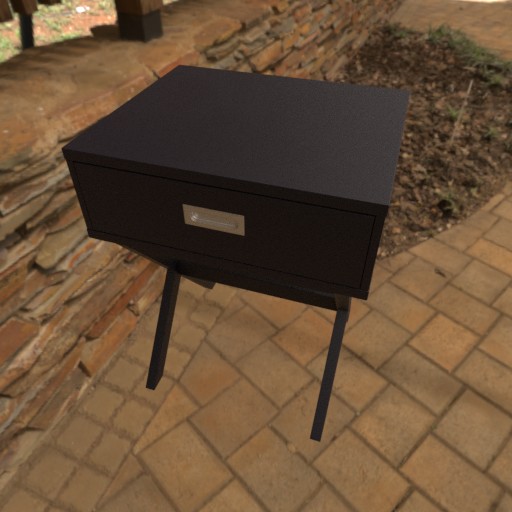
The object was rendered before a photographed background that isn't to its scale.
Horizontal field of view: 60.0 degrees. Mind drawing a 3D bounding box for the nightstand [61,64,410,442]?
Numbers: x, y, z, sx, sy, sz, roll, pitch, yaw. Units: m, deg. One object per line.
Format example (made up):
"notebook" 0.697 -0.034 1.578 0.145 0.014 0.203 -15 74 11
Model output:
"nightstand" 0.000 0.000 0.949 0.479 0.623 0.402 12 42 14
